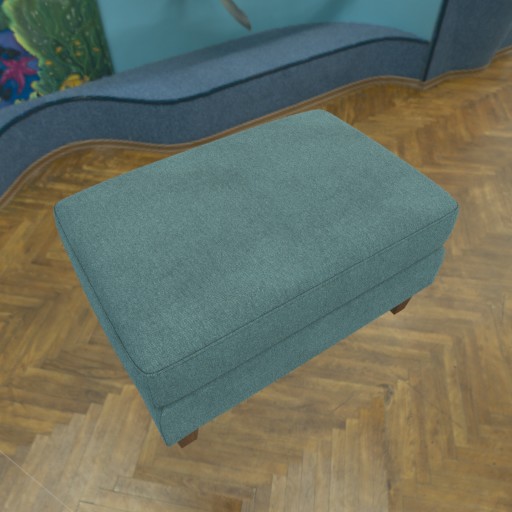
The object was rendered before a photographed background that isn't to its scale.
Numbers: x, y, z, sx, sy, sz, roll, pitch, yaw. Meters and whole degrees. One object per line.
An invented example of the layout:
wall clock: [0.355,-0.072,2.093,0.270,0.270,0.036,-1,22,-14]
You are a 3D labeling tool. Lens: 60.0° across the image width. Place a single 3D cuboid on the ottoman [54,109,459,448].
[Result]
ottoman: [0.000,0.000,1.203,0.864,0.483,0.584,-26,52,-22]
